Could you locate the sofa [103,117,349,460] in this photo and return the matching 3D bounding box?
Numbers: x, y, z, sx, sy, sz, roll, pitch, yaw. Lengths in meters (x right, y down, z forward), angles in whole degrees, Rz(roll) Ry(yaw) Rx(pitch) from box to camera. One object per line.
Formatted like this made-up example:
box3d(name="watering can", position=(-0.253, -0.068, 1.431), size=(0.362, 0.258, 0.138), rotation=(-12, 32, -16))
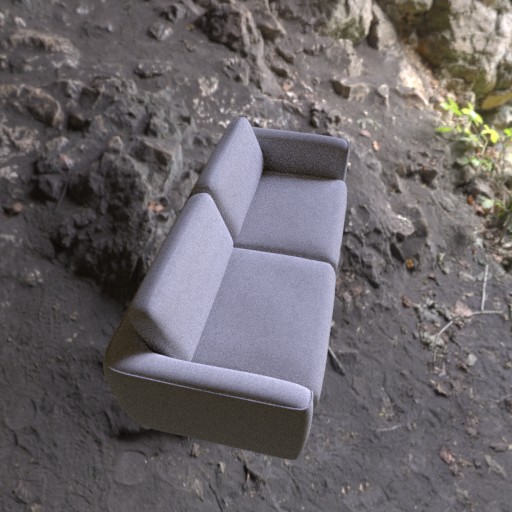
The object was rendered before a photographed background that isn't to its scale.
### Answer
box3d(name="sofa", position=(0.000, 0.000, 2.480), size=(0.920, 0.850, 2.000), rotation=(9, 46, 9))
